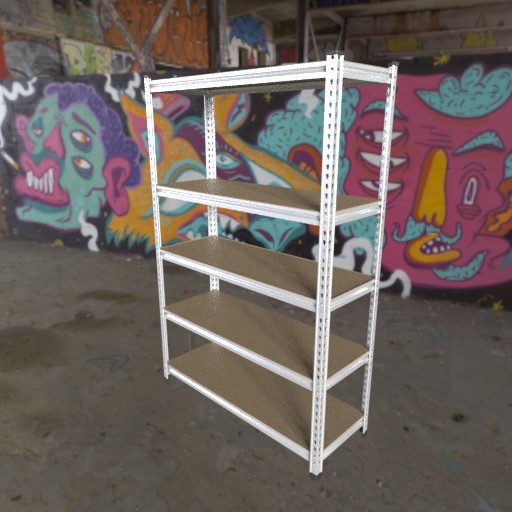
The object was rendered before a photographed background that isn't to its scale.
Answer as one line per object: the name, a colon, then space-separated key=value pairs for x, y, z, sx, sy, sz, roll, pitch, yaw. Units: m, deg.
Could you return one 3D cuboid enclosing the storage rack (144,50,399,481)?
storage rack: x=0.000 y=0.000 z=2.348 sx=1.219 sy=1.829 sz=0.457 roll=15 pitch=23 yaw=42
